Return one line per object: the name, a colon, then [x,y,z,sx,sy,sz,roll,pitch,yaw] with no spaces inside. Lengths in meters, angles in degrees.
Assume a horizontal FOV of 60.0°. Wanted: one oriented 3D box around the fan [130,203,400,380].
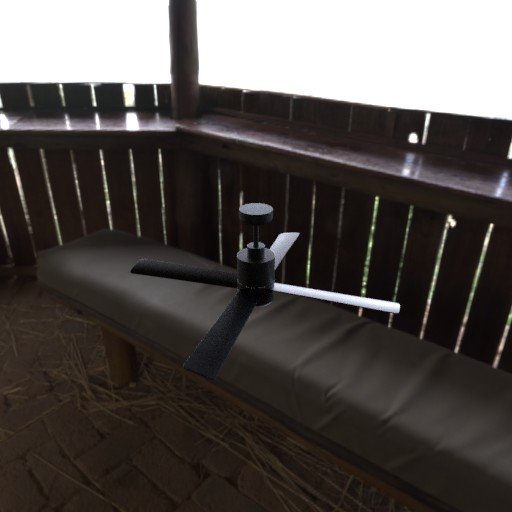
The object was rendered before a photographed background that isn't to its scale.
fan: [0.000,0.000,2.371,1.525,0.534,1.525,9,27,17]
